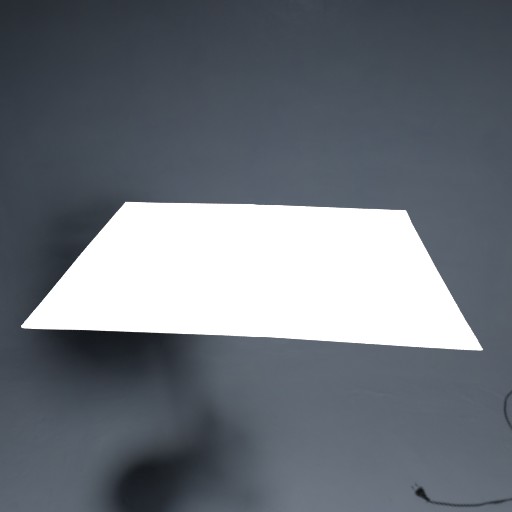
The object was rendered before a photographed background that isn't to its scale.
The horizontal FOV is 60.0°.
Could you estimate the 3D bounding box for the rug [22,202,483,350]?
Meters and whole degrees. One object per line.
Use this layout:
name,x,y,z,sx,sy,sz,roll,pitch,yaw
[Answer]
rug,0.000,0.000,3.614,2.869,0.038,2.032,2,30,4
